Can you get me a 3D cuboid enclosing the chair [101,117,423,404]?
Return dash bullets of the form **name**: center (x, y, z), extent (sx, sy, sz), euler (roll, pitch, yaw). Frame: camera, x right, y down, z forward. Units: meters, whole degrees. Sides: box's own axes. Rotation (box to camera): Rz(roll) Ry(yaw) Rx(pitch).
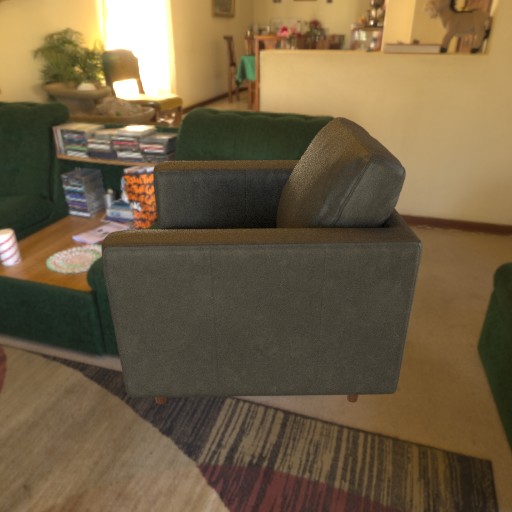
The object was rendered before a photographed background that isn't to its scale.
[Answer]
- **chair**: center (0.000, 0.000, 1.602), extent (0.879, 0.898, 0.831), euler (0, 27, -1)
